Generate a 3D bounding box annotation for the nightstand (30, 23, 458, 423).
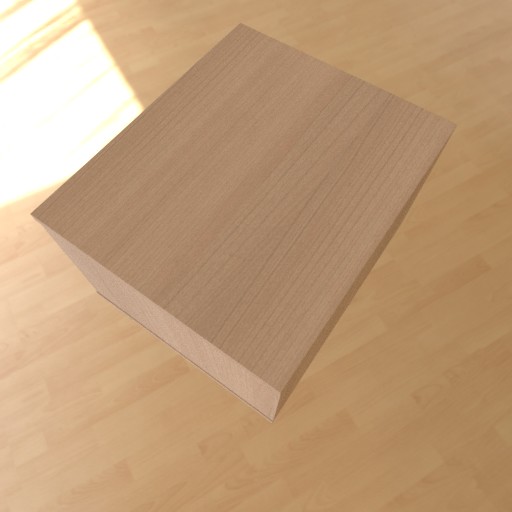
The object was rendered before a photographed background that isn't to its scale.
[{"bbox_3d":[0.000,0.000,0.829,0.380,0.530,0.450,32,68,15],"label":"nightstand"}]
